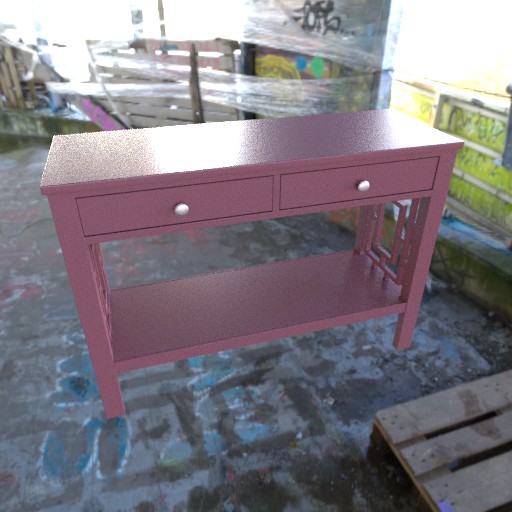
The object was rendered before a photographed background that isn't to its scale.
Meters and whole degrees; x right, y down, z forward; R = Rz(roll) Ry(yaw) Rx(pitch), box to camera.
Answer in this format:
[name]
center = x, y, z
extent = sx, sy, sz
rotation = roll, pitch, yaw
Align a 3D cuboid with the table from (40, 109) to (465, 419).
[table]
center = 0.000, 0.000, 1.415
extent = 1.068, 0.753, 0.397
rotation = -9, 33, -15
